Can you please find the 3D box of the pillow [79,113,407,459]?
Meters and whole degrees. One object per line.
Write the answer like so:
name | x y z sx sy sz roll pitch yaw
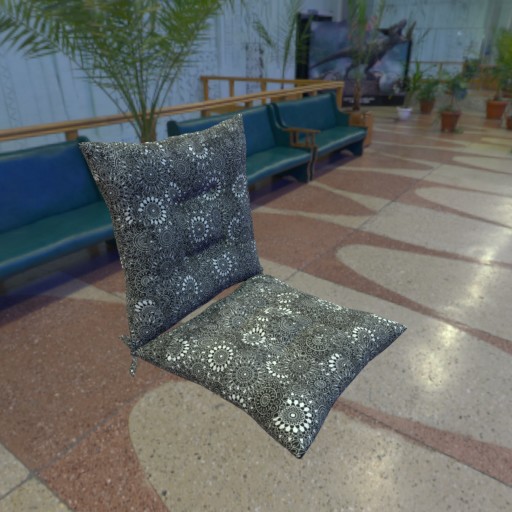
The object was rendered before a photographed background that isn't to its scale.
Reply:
pillow | 0.000 0.000 1.016 0.585 0.536 0.541 18 31 33
